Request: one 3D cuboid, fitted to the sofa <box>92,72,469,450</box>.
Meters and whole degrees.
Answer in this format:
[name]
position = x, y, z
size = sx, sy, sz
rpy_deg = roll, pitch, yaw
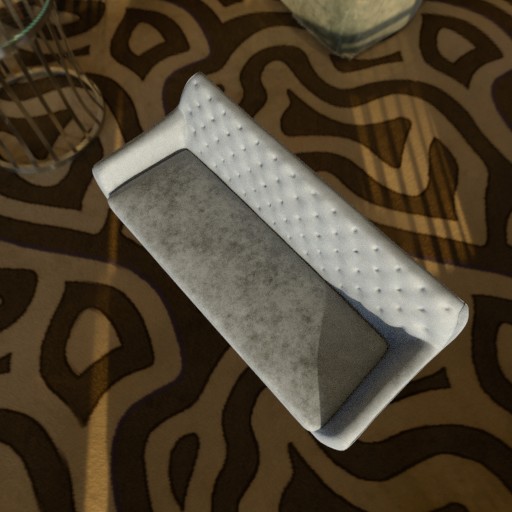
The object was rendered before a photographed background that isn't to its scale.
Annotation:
[sofa]
position = 0.000, 0.000, 2.421
size = 0.841, 0.832, 1.975
rpy_deg = -39, 72, -16
